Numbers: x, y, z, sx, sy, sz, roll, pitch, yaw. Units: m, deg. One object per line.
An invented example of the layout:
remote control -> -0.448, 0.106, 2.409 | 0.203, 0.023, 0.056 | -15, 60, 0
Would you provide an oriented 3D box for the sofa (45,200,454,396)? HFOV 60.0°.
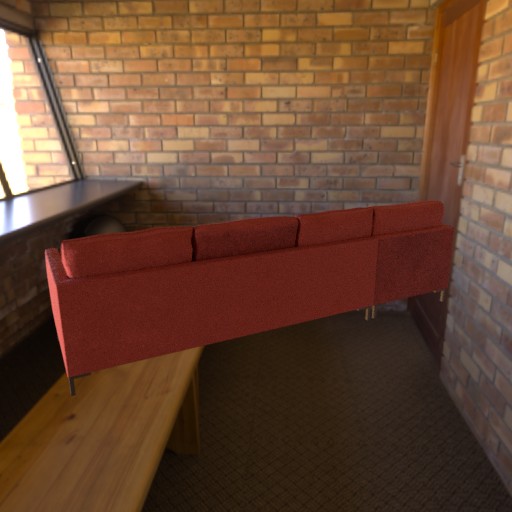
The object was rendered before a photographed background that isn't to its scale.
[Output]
sofa -> 0.000, 0.000, 3.984 | 3.400, 0.967, 1.500 | -8, 18, -27
